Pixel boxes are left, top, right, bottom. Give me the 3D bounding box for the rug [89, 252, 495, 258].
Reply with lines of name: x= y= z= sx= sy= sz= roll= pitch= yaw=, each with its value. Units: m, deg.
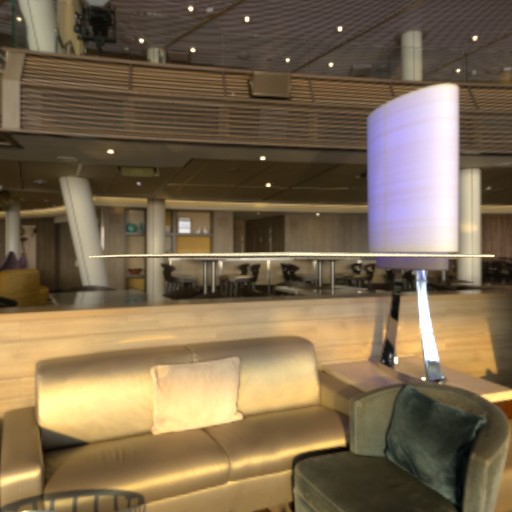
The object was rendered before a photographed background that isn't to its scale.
rug: x=0.000 y=0.000 z=3.059 sx=1.535 sy=0.022 sz=2.498 roll=0 pitch=0 yaw=-37
